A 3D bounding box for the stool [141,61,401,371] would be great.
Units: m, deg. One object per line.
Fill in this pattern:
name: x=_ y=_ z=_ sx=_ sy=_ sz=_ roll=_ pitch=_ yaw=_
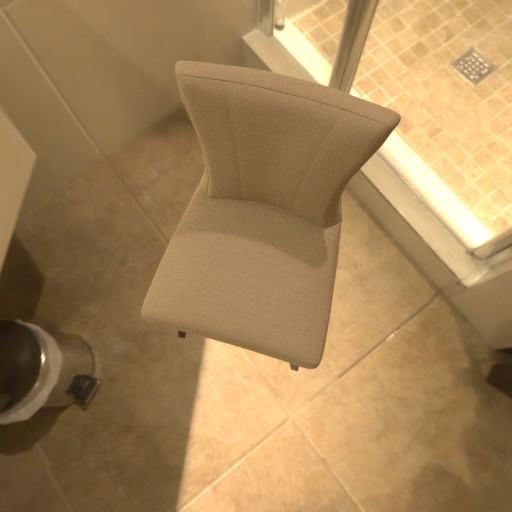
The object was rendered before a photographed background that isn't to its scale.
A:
stool: x=0.000 y=0.000 z=1.360 sx=0.514 sy=1.000 sz=0.574 roll=15 pitch=74 yaw=4
